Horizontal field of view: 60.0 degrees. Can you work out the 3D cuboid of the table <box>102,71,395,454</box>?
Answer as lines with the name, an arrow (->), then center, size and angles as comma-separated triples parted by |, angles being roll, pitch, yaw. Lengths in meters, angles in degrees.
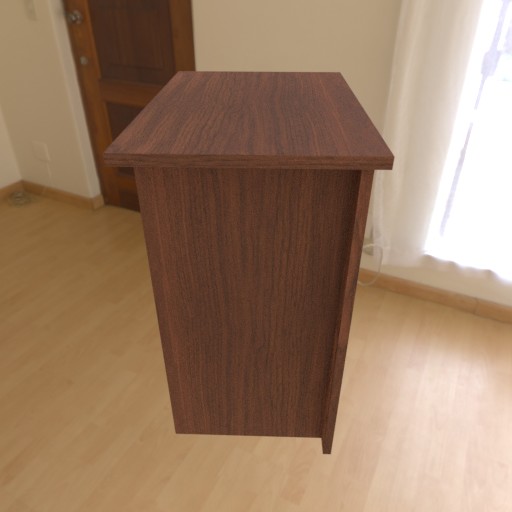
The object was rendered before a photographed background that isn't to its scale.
table -> 0.000, 0.000, 1.048 | 0.406, 0.711, 0.589 | 1, 33, 2
